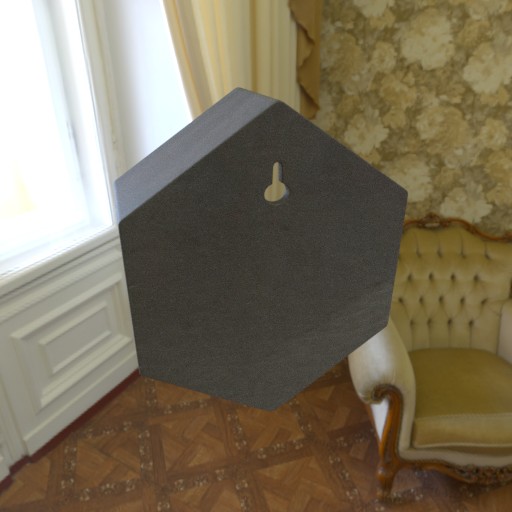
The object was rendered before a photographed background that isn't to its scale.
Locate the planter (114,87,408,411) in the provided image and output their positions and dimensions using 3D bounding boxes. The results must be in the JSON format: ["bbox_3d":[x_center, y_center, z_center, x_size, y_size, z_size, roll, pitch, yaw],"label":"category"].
[{"bbox_3d":[0.000,0.000,0.297,0.169,0.206,0.077,-8,27,-16],"label":"planter"}]
